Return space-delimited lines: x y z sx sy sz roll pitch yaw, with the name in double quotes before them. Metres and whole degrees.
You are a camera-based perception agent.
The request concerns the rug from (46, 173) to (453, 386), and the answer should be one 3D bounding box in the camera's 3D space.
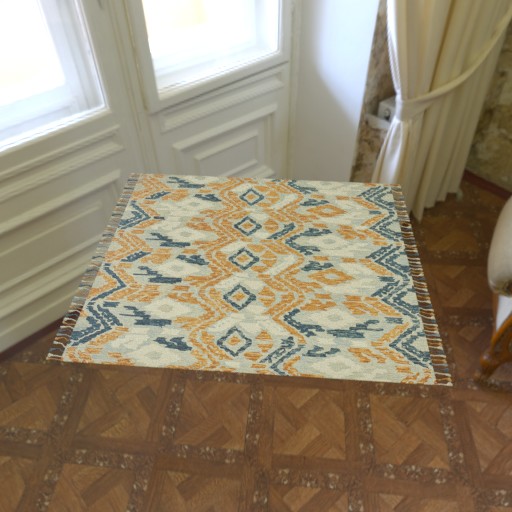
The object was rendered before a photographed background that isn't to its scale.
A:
"rug" 0.000 0.000 4.142 3.048 0.010 2.439 3 46 3
